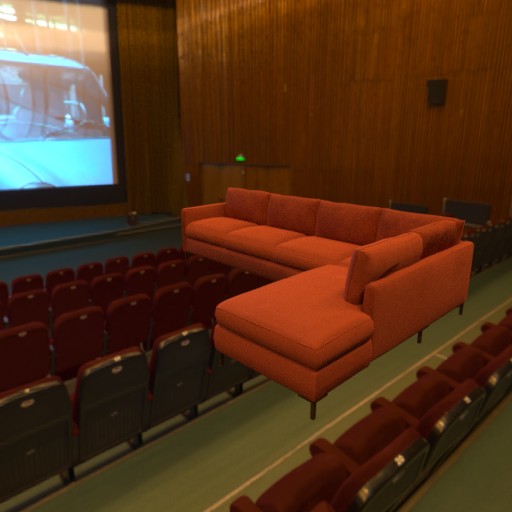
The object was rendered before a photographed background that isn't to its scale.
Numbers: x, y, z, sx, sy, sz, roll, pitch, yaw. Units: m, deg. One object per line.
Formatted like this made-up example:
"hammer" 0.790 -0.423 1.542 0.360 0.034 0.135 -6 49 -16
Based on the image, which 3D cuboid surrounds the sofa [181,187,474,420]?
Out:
"sofa" 0.000 0.000 3.587 1.879 0.757 2.736 -15 22 -42
